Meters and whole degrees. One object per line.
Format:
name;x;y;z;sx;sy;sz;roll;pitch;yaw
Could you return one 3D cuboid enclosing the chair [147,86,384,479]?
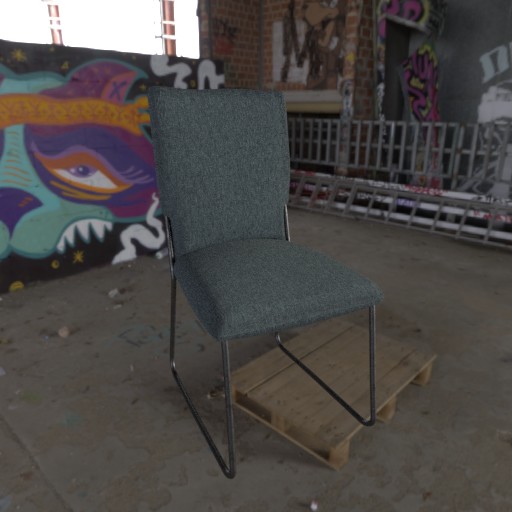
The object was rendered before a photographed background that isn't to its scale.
chair;0.000;0.000;1.281;0.480;0.931;0.635;-9;20;-25
